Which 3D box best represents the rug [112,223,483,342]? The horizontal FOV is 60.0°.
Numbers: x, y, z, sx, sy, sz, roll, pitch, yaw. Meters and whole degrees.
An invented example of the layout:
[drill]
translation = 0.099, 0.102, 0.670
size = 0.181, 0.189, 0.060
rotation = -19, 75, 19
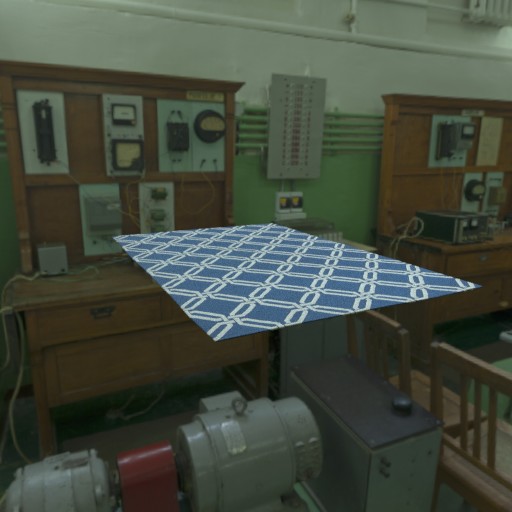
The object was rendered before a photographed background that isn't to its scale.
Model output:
[rug]
translation = 0.000, 0.000, 2.264
size = 1.153, 0.010, 1.755
rotation = -7, 15, -26
